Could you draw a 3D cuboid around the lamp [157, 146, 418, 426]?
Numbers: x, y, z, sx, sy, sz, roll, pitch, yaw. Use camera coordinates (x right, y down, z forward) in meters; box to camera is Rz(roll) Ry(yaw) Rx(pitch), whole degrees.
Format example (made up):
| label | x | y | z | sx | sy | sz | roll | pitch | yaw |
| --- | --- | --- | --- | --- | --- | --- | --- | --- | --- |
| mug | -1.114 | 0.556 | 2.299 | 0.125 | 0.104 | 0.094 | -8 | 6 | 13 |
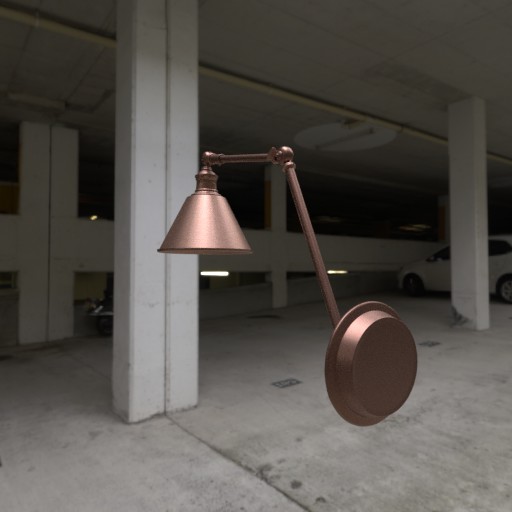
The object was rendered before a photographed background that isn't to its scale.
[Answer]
| label | x | y | z | sx | sy | sz | roll | pitch | yaw |
| --- | --- | --- | --- | --- | --- | --- | --- | --- | --- |
| lamp | 0.000 | 0.000 | 0.877 | 0.223 | 0.502 | 0.624 | 1 | -2 | -36 |
